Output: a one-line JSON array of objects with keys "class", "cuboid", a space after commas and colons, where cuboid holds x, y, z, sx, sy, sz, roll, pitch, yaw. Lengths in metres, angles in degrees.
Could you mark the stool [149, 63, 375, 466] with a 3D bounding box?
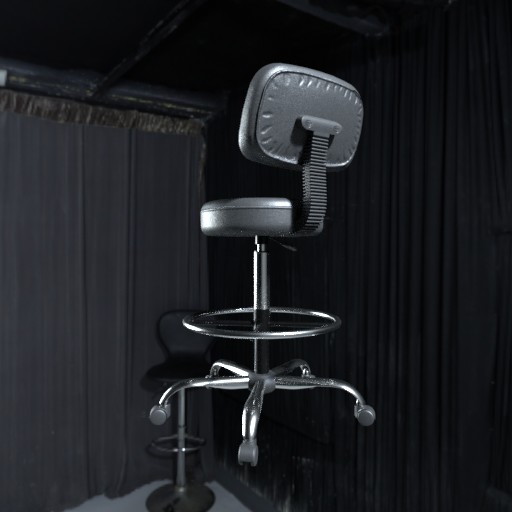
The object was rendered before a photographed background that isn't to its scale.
[{"class": "stool", "cuboid": [0.000, 0.000, 1.515, 0.694, 1.069, 0.658, -1, 2, -35]}]
